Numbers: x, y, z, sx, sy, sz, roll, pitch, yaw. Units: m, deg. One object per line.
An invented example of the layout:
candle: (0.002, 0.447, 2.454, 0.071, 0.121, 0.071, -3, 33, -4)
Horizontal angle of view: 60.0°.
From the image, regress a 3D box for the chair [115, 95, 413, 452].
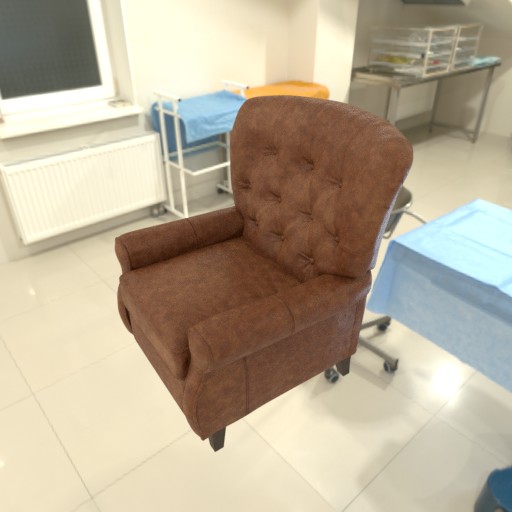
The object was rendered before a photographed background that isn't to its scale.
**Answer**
chair: (0.000, 0.000, 1.894, 1.059, 1.164, 0.951, -20, 37, -29)
